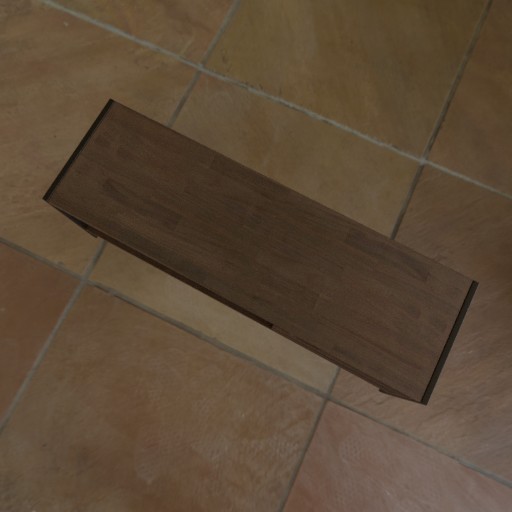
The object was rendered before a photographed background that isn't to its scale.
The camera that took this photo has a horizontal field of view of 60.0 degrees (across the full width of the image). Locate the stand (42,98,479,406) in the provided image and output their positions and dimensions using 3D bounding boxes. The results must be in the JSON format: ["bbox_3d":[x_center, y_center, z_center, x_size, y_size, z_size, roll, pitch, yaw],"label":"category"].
[{"bbox_3d":[0.000,0.000,1.782,1.480,0.506,0.454,28,79,6],"label":"stand"}]
